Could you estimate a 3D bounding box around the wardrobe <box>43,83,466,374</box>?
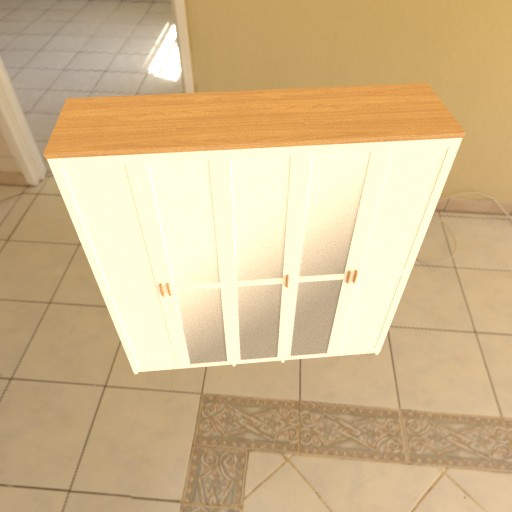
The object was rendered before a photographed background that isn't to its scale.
[{"bbox_3d":[0.000,0.000,3.266,2.160,2.260,0.590,-4,47,-4],"label":"wardrobe"}]
